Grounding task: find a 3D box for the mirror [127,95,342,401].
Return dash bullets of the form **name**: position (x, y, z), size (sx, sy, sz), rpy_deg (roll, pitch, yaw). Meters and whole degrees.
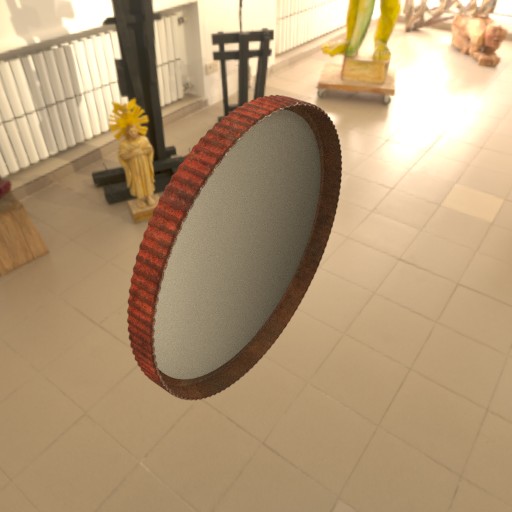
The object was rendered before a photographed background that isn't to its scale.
- **mirror**: position (0.000, 0.000, 0.886), size (0.056, 0.609, 0.609), rpy_deg (26, 47, 26)
